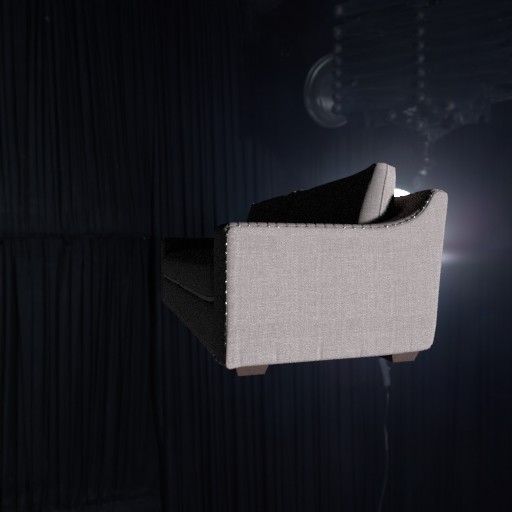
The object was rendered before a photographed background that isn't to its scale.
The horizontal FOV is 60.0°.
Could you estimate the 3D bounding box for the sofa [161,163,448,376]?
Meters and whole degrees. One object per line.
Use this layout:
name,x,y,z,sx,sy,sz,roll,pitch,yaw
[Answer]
sofa,0.000,0.000,2.755,1.000,0.857,2.208,0,1,-18
